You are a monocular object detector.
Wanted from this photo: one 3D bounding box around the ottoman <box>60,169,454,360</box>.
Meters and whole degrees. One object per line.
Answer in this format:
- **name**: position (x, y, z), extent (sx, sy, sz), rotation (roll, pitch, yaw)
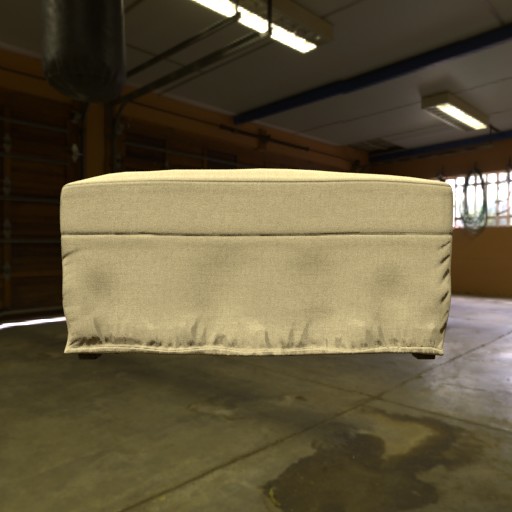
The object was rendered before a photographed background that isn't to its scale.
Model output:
- **ottoman**: position (0.000, 0.000, 1.325), extent (0.843, 0.436, 0.840), rotation (0, 1, 0)
